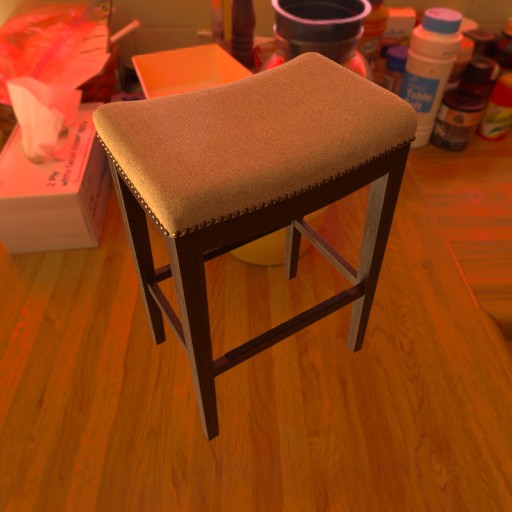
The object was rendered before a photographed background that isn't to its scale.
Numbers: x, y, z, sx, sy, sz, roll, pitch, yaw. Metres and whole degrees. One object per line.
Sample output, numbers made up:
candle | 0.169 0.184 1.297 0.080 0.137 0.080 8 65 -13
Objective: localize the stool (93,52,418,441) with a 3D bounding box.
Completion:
stool | 0.000 0.000 1.045 0.509 0.768 0.363 -24 51 -21
